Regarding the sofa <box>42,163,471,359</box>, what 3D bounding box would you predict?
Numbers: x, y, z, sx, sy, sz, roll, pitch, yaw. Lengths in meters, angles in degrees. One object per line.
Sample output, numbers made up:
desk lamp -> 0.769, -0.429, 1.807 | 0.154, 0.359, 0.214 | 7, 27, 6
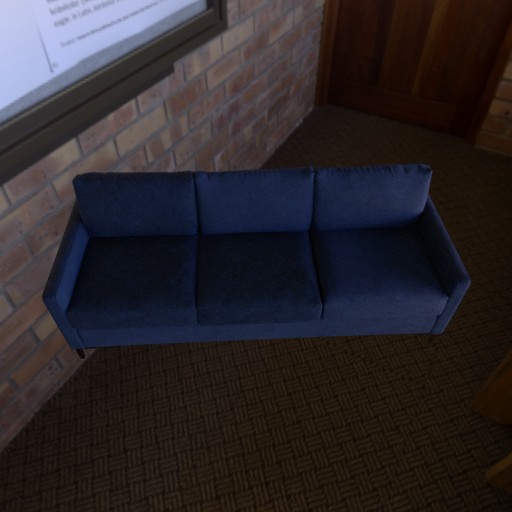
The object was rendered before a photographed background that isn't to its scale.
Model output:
sofa -> 0.000, 0.000, 2.684 | 2.252, 0.879, 0.875 | -2, 47, -2
